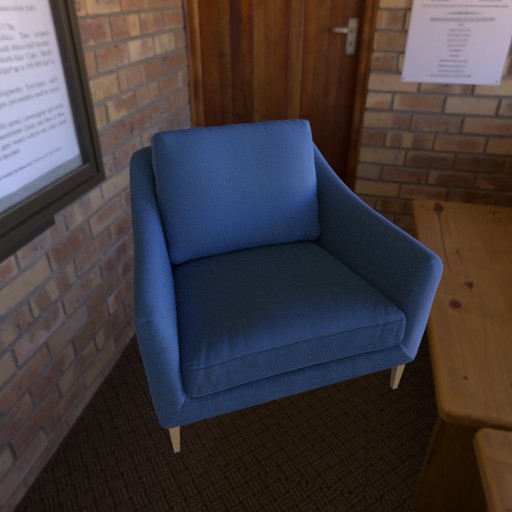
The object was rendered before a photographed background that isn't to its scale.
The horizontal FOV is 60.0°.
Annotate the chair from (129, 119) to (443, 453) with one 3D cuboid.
[{"bbox_3d":[0.000,0.000,1.742,0.987,0.899,0.961,-10,32,-16],"label":"chair"}]
